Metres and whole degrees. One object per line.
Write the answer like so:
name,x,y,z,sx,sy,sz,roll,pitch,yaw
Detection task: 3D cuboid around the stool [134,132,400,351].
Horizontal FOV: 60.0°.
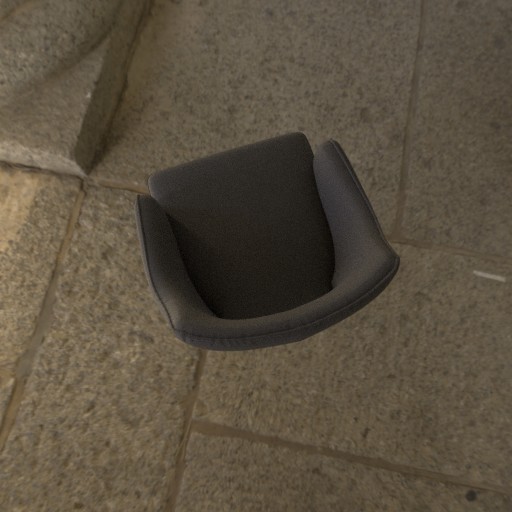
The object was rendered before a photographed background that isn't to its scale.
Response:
stool,0.000,0.000,1.271,0.548,0.912,0.558,-17,76,-4
